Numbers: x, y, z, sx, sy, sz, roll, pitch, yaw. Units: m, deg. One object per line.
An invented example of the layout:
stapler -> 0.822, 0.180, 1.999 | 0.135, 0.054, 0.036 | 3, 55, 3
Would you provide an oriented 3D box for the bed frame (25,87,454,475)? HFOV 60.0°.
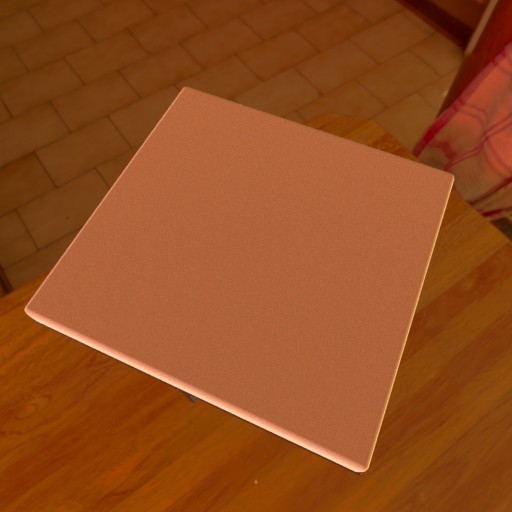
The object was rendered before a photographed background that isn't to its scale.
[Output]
bed frame -> 0.000, 0.000, 3.783 | 2.635, 0.680, 2.526 | 22, 65, 11
